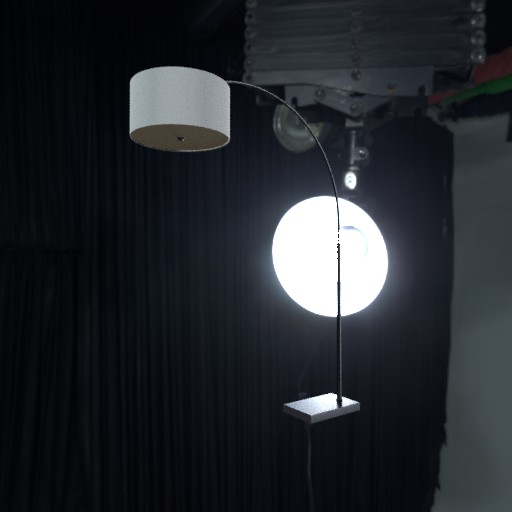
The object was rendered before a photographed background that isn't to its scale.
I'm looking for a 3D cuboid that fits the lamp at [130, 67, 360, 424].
[{"bbox_3d":[0.000,0.000,2.492,1.424,1.927,0.493,1,-1,-35],"label":"lamp"}]
